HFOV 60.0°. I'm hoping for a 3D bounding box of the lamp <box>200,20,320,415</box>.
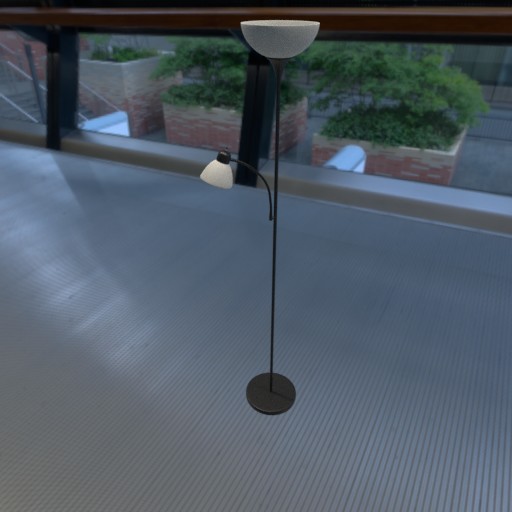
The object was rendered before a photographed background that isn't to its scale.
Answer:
[{"bbox_3d":[0.000,0.000,1.938,0.442,1.804,0.279,-9,32,-15],"label":"lamp"}]
